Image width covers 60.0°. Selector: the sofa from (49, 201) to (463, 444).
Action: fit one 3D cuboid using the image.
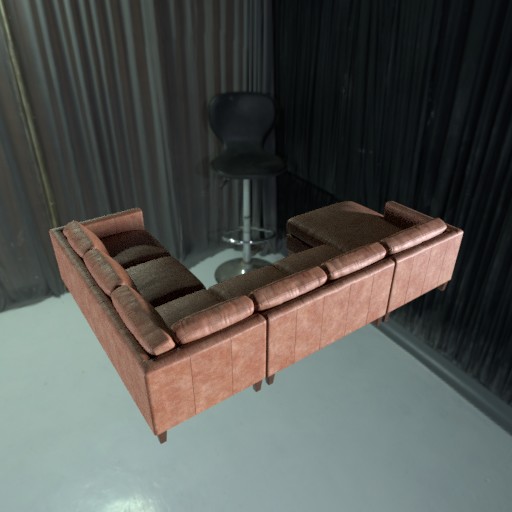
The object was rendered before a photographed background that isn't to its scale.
[{"bbox_3d":[0.000,0.000,4.598,3.401,0.832,2.430,-20,36,-30],"label":"sofa"}]
